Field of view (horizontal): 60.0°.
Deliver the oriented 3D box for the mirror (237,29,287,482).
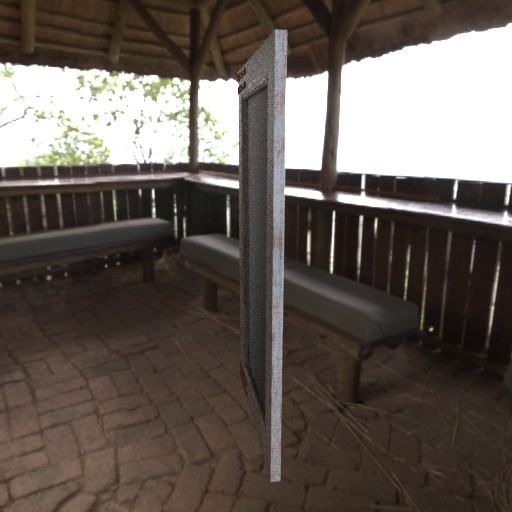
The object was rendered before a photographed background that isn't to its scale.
[{"bbox_3d":[0.000,0.000,1.103,0.027,0.922,0.472,-2,14,-10],"label":"mirror"}]
